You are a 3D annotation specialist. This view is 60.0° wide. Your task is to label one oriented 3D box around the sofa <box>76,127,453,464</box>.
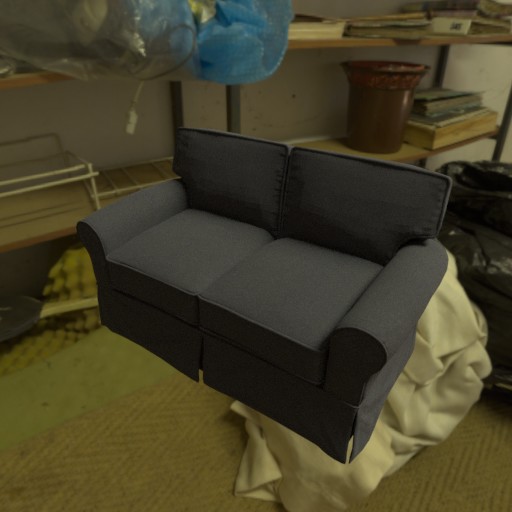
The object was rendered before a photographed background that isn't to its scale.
[{"bbox_3d":[0.000,0.000,2.352,1.801,1.059,0.997,19,34,30],"label":"sofa"}]
